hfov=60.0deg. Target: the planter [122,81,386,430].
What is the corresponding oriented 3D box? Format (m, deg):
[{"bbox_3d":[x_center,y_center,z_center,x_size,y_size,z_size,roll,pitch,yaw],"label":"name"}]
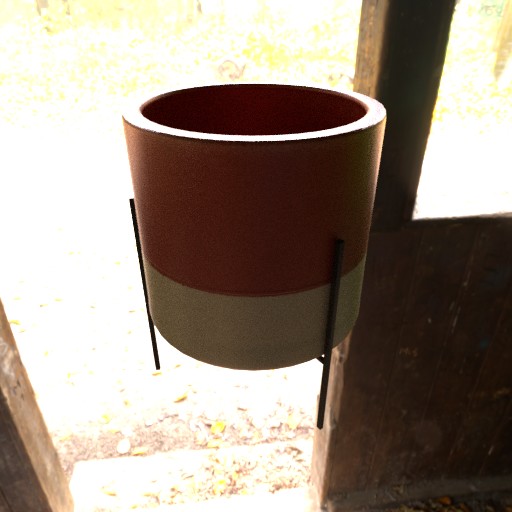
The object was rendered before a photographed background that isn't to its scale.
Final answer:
[{"bbox_3d":[0.000,0.000,0.703,0.345,0.465,0.354,-20,36,-30],"label":"planter"}]
